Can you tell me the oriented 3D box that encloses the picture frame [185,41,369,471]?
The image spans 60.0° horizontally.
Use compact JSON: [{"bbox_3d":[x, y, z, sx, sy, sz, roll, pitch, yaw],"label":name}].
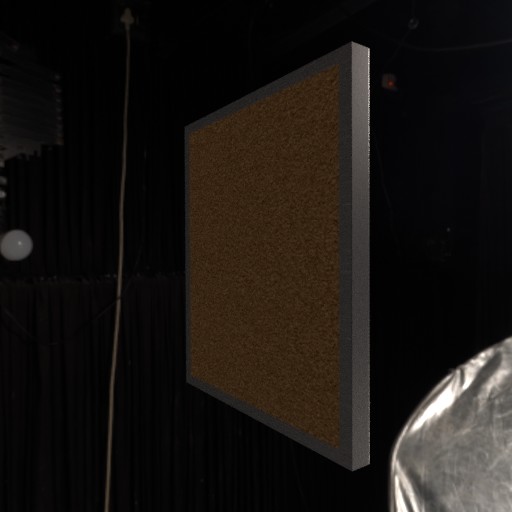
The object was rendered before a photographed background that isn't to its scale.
[{"bbox_3d":[0.000,0.000,0.531,0.027,0.378,0.327,0,1,-35],"label":"picture frame"}]
